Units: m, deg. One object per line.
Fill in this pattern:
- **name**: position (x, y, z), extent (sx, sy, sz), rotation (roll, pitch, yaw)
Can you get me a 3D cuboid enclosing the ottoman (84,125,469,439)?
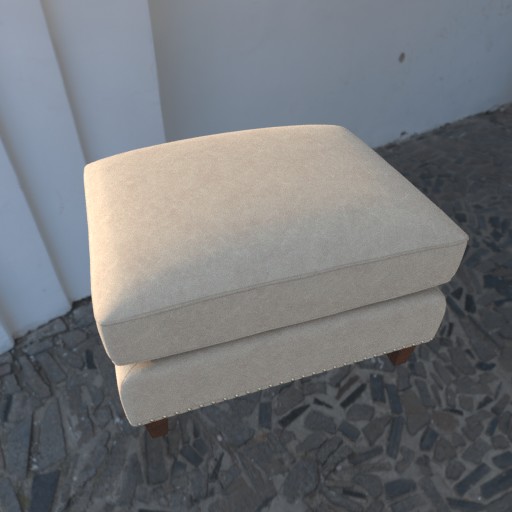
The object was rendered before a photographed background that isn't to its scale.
- **ottoman**: position (0.000, 0.000, 1.119), extent (0.741, 0.513, 0.584), rotation (-12, 42, -14)
